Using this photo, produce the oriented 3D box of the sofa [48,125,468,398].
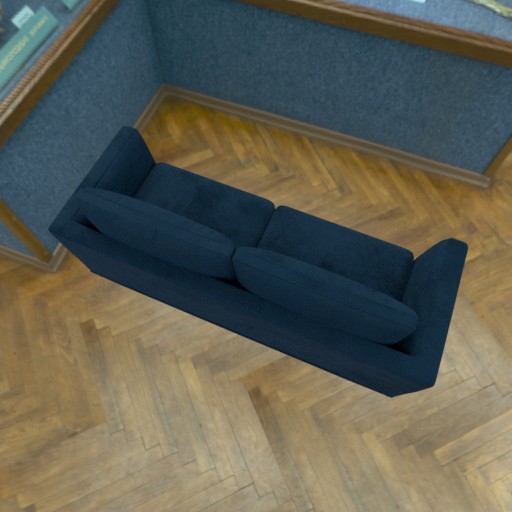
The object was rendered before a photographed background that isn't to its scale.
[{"bbox_3d":[0.000,0.000,2.688,2.212,0.998,0.853,21,65,10],"label":"sofa"}]
